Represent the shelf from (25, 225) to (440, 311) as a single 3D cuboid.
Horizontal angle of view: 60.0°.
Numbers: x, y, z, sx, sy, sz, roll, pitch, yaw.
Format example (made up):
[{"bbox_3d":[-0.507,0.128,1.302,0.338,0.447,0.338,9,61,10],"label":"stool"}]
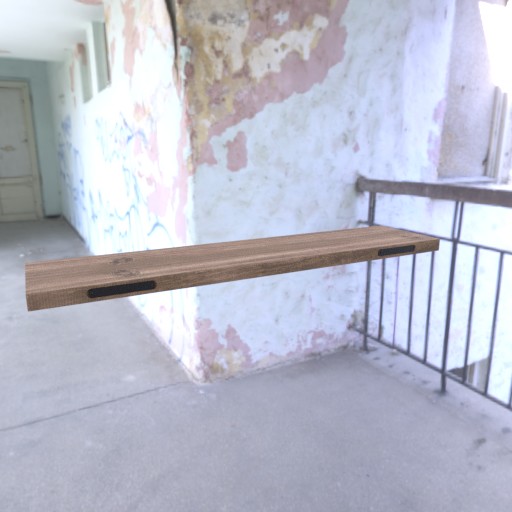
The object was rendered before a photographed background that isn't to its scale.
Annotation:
[{"bbox_3d":[0.000,0.000,0.658,0.610,0.020,0.140,-7,16,-26],"label":"shelf"}]
